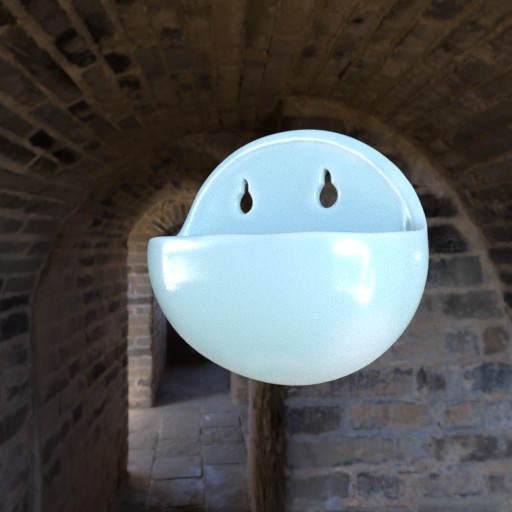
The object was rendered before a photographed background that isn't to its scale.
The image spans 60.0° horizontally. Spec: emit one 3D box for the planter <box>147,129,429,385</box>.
[{"bbox_3d":[0.000,0.000,0.268,0.189,0.164,0.073,0,0,36],"label":"planter"}]
